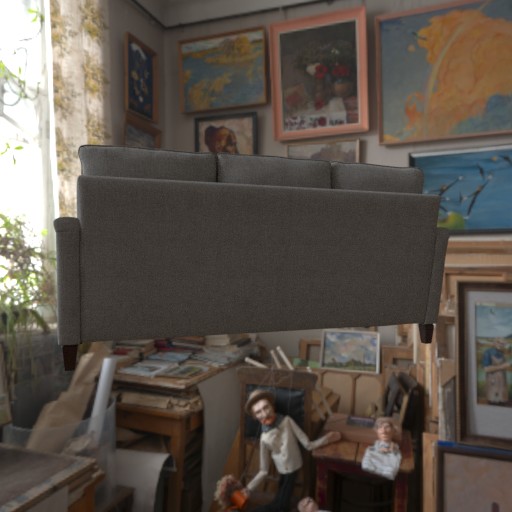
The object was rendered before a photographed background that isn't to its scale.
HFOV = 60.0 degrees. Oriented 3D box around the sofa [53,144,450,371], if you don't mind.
[{"bbox_3d":[0.000,0.000,2.385,1.925,0.959,0.828,0,0,-19],"label":"sofa"}]
